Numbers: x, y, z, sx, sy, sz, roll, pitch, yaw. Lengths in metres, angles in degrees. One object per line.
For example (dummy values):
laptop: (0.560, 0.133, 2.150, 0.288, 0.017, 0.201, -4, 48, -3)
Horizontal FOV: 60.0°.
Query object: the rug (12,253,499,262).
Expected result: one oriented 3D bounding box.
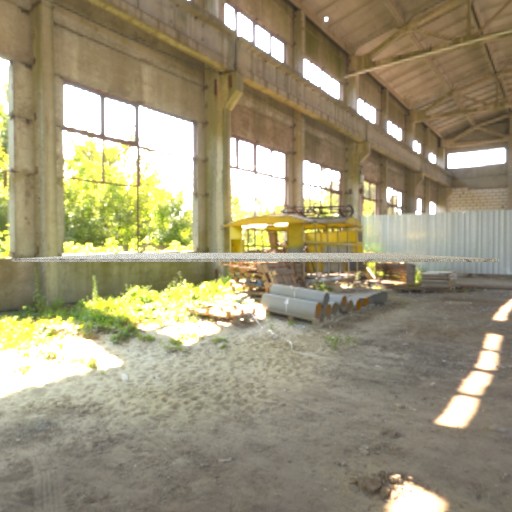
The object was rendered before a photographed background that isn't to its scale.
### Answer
rug: (0.000, 0.000, 3.966, 3.038, 0.019, 2.420, 0, 1, 1)
